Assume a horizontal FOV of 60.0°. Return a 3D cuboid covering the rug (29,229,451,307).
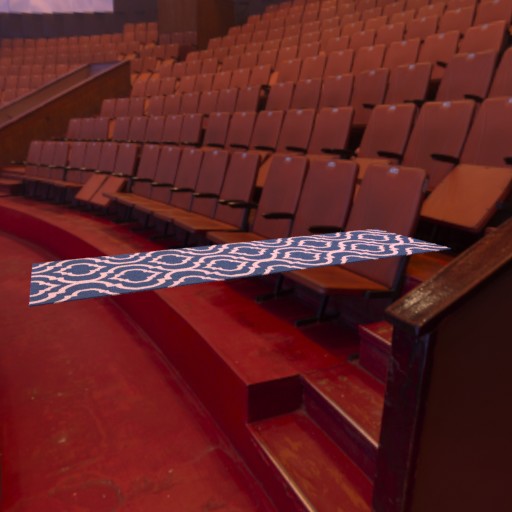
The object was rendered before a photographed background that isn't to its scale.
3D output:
[{"bbox_3d":[0.000,0.000,2.521,2.296,0.006,0.685,-7,16,-24],"label":"rug"}]
